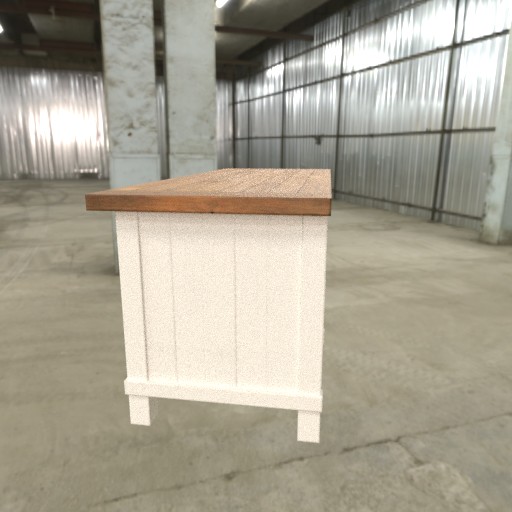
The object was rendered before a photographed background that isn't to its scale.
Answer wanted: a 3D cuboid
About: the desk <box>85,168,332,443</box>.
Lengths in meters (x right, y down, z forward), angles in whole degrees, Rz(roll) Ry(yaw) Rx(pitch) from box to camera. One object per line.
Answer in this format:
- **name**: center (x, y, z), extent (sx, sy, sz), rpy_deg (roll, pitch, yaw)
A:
- **desk**: center (0.000, 0.000, 2.155), extent (0.688, 0.760, 1.803), rpy_deg (2, 14, 9)
